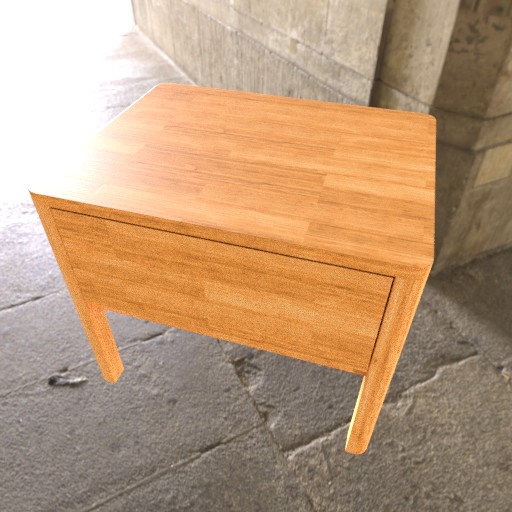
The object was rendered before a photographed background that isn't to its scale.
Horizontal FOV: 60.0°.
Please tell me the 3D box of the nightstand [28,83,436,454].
[{"bbox_3d":[0.000,0.000,0.879,0.560,0.470,0.440,12,43,13],"label":"nightstand"}]
